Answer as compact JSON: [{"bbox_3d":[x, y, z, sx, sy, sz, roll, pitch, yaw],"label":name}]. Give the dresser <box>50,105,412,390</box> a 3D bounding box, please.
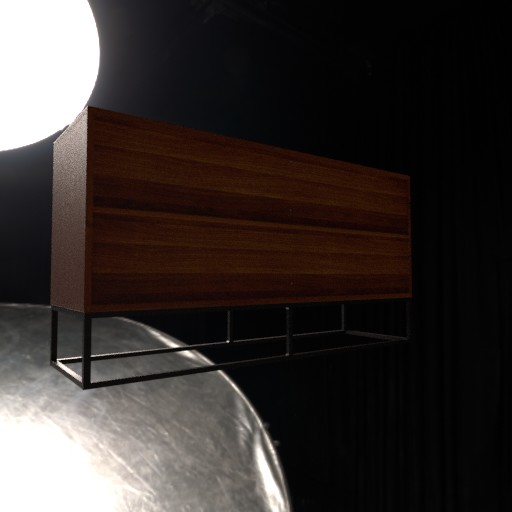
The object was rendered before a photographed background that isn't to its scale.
[{"bbox_3d":[0.000,0.000,1.895,1.536,0.810,0.464,2,-3,-36],"label":"dresser"}]
